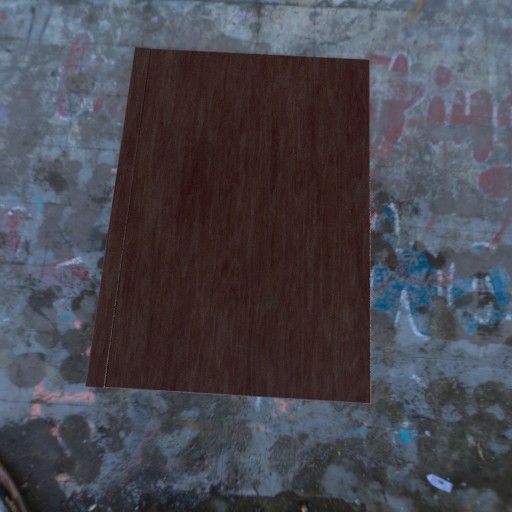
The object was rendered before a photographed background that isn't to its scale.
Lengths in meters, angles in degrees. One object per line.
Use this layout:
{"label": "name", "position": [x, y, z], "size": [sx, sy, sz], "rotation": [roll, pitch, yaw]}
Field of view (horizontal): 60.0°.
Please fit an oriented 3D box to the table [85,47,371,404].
{"label": "table", "position": [0.000, 0.000, 0.982], "size": [0.449, 0.609, 0.557], "rotation": [3, 76, 1]}
